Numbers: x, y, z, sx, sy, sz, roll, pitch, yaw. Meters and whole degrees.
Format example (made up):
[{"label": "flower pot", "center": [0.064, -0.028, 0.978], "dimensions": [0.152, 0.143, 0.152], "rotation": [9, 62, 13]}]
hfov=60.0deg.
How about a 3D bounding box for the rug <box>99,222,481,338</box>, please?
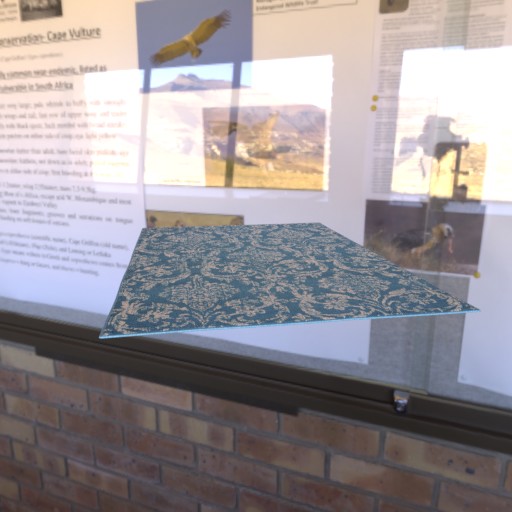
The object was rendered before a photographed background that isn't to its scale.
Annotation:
[{"label": "rug", "center": [0.000, 0.000, 2.801], "dimensions": [1.554, 0.012, 2.205], "rotation": [-2, 14, -10]}]
